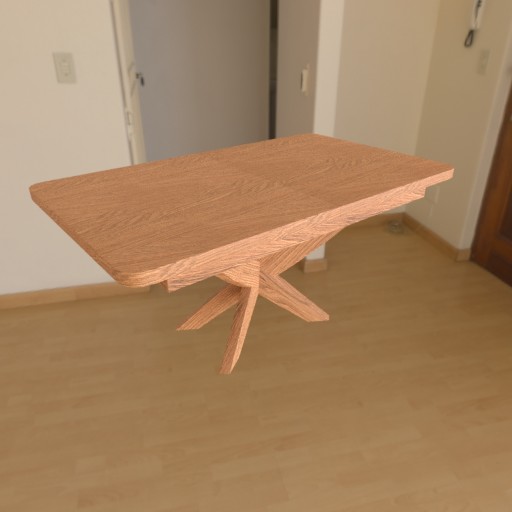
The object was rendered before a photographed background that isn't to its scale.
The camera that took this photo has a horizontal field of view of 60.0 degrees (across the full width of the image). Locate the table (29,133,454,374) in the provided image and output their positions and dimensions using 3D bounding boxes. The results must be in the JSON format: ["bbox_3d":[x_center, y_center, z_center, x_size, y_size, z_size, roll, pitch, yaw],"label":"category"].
[{"bbox_3d":[0.000,0.000,2.057,1.600,0.770,0.950,-20,33,-34],"label":"table"}]
